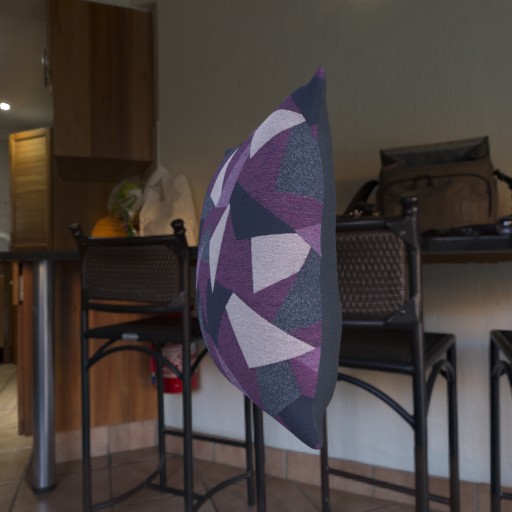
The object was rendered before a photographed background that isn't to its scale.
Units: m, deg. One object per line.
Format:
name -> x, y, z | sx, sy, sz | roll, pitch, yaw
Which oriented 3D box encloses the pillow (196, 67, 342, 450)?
pillow -> 0.000, 0.000, 0.795 | 0.208, 0.496, 0.503 | 0, 0, -18
